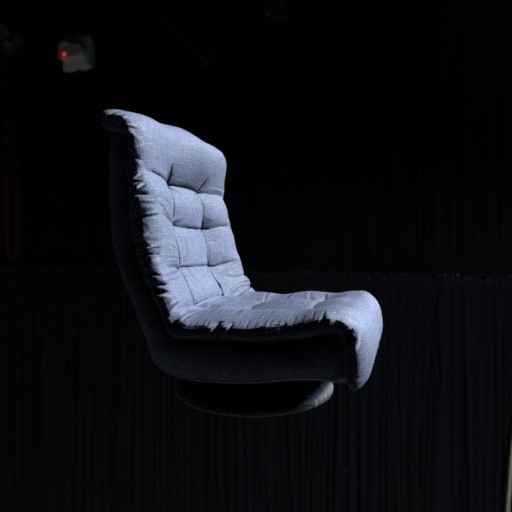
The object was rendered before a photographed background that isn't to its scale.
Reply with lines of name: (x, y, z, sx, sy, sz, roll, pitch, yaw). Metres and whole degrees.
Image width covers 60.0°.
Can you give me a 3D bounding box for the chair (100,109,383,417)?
chair: (0.000, 0.000, 1.230, 0.668, 0.749, 0.597, 0, 1, 18)
